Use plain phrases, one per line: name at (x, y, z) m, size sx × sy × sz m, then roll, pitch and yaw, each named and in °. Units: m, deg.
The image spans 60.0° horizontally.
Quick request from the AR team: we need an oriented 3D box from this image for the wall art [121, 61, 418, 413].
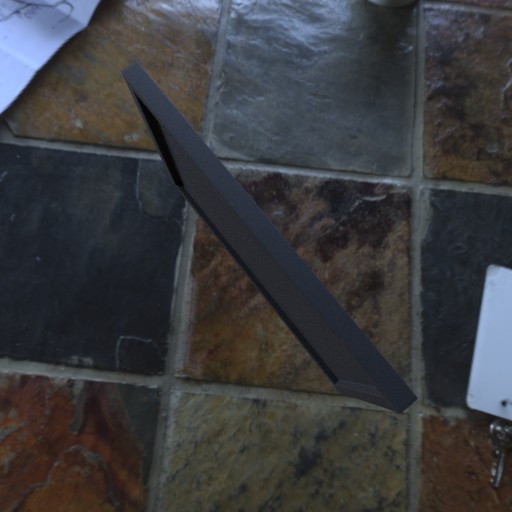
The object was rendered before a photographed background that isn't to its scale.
wall art at (0.000, 0.000, 0.582) m, size 0.021 × 0.301 × 0.443 m, roll -37°, pitch 79°, yaw -8°
